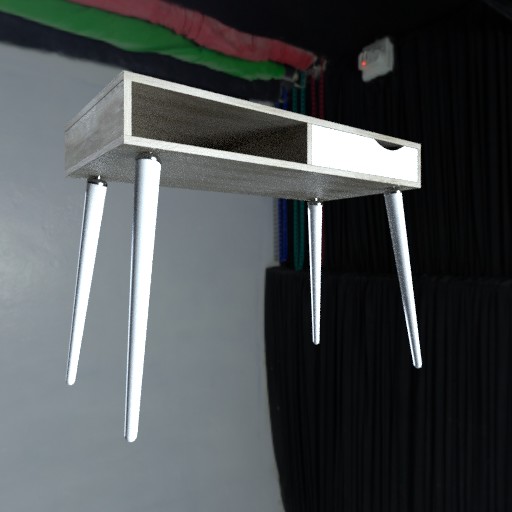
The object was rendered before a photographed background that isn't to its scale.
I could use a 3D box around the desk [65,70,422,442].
[{"bbox_3d":[0.000,0.000,1.337,0.979,0.723,0.491,0,0,-36],"label":"desk"}]
